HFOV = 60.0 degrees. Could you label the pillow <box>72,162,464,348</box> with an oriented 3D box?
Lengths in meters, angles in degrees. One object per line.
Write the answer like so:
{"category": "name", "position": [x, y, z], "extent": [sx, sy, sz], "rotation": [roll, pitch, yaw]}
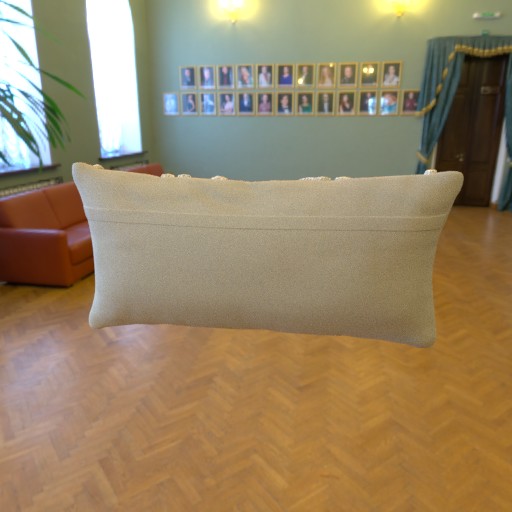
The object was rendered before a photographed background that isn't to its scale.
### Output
{"category": "pillow", "position": [0.000, 0.000, 0.726], "extent": [0.608, 0.295, 0.161], "rotation": [2, 17, 8]}
